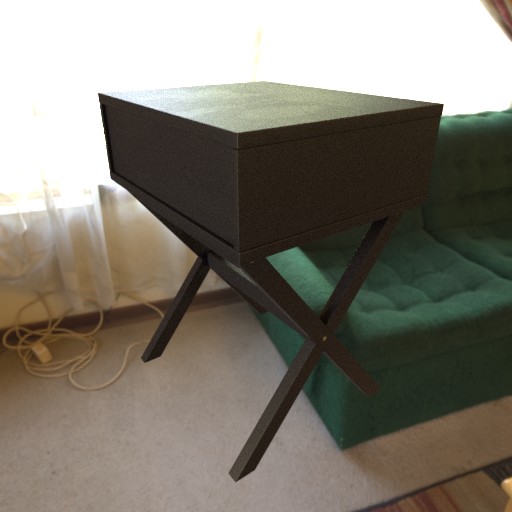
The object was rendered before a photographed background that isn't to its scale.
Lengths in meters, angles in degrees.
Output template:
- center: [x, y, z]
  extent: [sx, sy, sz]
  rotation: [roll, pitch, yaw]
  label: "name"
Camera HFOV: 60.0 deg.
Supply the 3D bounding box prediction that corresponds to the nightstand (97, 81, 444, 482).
- center: [0.000, 0.000, 0.919]
  extent: [0.402, 0.623, 0.479]
  rotation: [-18, 32, -32]
  label: "nightstand"
